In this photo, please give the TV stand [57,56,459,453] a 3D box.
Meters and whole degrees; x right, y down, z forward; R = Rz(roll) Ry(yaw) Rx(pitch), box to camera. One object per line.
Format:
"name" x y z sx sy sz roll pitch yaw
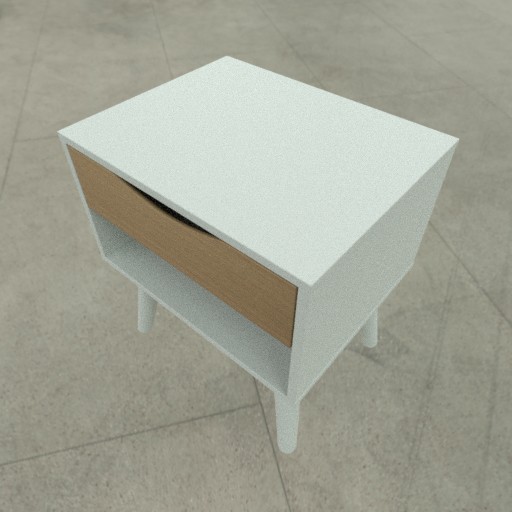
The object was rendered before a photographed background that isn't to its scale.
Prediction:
"TV stand" 0.000 0.000 0.914 0.508 0.559 0.405 32 53 27
